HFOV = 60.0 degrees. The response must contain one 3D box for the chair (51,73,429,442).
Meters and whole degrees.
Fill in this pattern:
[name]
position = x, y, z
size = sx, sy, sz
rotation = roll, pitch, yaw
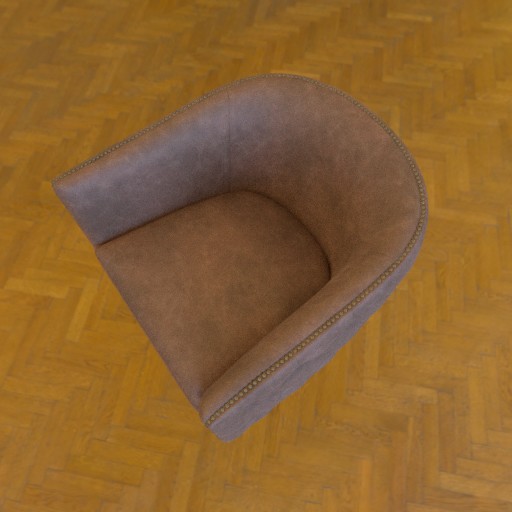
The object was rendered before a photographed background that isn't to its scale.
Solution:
[chair]
position = 0.000, 0.000, 1.493
size = 0.870, 0.790, 0.850
rotation = -33, 67, -16
